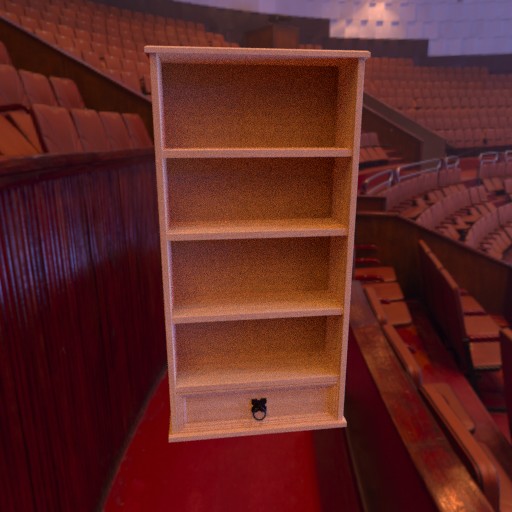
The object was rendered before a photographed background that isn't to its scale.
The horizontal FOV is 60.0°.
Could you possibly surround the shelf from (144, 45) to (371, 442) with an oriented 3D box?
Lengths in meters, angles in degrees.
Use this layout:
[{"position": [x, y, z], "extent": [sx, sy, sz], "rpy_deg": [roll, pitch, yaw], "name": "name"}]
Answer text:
[{"position": [0.000, 0.000, 1.229], "extent": [0.520, 1.030, 0.175], "rpy_deg": [-2, 16, -7], "name": "shelf"}]
